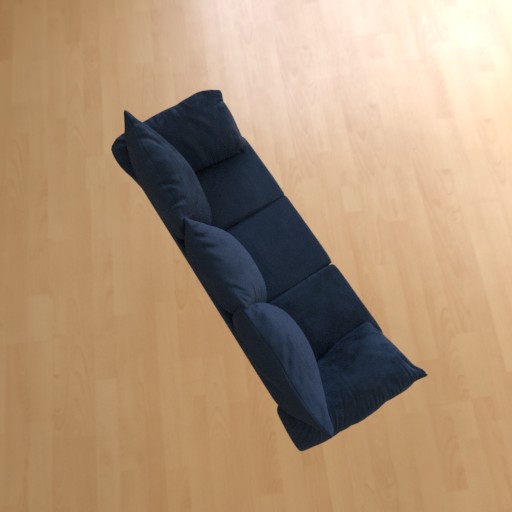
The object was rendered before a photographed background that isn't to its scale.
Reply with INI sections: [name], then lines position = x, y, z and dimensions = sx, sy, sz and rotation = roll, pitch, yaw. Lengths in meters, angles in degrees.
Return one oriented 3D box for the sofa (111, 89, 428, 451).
[sofa]
position = 0.000, 0.000, 2.965
dimensions = 0.907, 1.091, 2.390
rotation = -32, 77, -8
